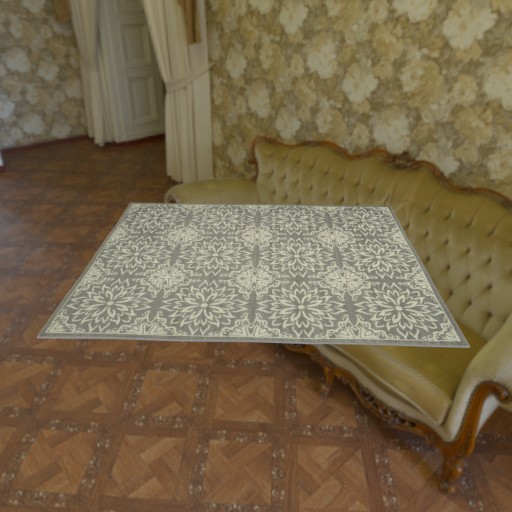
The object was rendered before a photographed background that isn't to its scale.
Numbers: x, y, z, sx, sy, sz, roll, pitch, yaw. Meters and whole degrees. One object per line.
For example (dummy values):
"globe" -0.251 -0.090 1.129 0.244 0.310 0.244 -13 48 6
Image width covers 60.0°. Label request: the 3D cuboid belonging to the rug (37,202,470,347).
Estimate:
"rug" 0.000 0.000 4.059 2.980 0.012 2.363 1 30 2
